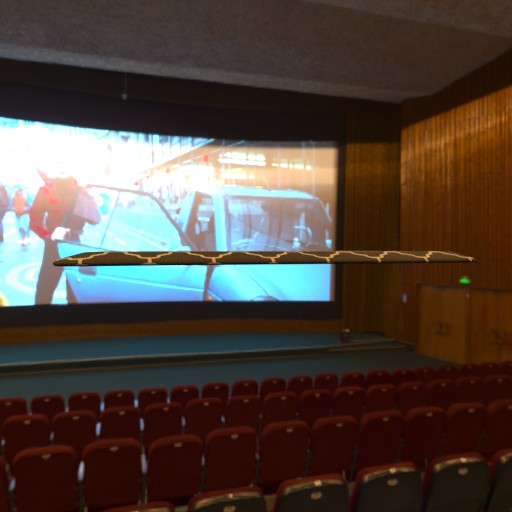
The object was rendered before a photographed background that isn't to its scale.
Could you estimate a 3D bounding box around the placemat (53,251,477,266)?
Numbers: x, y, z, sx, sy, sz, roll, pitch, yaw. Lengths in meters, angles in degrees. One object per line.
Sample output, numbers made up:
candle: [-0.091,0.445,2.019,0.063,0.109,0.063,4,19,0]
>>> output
placemat: [0.000,0.000,0.976,0.762,0.021,0.508,0,1,-17]
